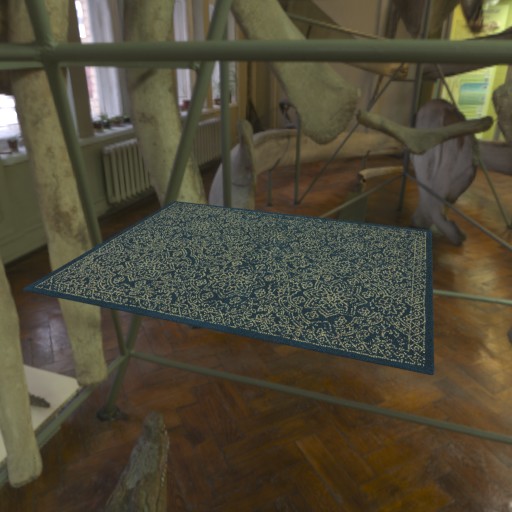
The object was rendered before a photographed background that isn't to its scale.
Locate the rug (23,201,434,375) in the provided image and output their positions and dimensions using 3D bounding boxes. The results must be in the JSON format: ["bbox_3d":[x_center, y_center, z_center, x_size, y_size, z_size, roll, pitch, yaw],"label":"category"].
[{"bbox_3d":[0.000,0.000,4.065,3.048,0.010,2.438,8,26,18],"label":"rug"}]
